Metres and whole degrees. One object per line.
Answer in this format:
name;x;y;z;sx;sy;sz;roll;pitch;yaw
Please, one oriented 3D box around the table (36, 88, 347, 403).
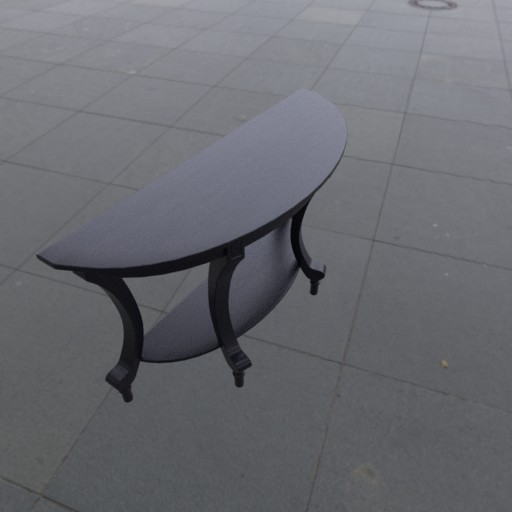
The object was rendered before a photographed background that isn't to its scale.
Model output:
table;0.000;0.000;1.525;0.394;0.692;1.198;25;47;25
